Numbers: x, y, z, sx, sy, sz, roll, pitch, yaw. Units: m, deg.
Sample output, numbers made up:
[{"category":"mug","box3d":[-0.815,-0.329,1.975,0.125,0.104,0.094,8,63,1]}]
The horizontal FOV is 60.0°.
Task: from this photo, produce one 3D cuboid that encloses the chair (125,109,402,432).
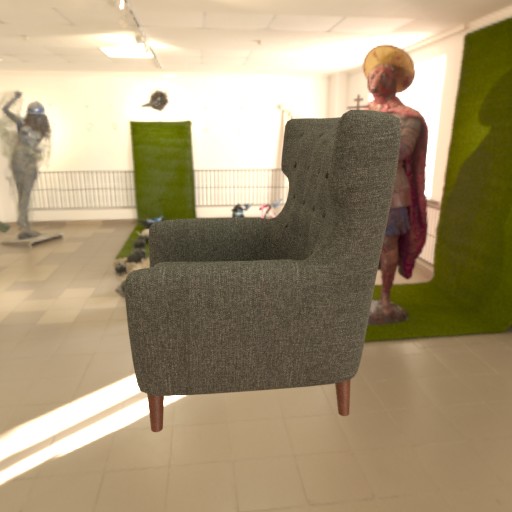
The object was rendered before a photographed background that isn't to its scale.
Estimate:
[{"category":"chair","box3d":[0.000,0.000,1.747,0.904,1.063,0.878,-2,16,-7]}]
